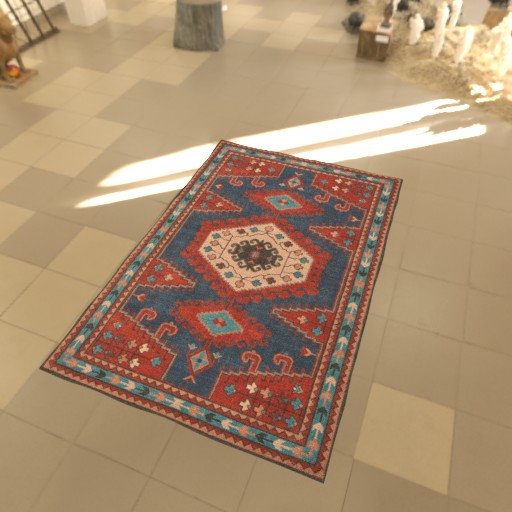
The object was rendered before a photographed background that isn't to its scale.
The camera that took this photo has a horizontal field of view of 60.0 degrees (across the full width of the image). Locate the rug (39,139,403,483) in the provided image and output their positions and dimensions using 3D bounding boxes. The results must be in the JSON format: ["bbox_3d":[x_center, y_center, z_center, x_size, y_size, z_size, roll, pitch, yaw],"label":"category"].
[{"bbox_3d":[0.000,0.000,2.239,1.207,0.012,1.820,16,49,14],"label":"rug"}]
